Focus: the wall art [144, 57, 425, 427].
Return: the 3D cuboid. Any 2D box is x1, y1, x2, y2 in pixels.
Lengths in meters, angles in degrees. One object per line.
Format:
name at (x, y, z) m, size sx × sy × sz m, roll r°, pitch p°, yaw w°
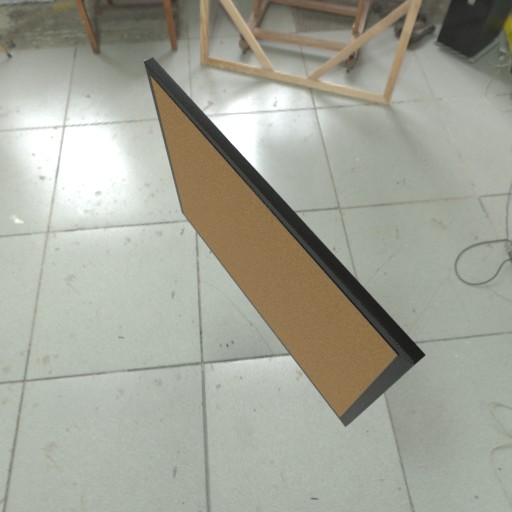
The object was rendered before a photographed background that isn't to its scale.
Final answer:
wall art at (0.000, 0.000, 0.565) m, size 0.013 × 0.306 × 0.440 m, roll -32°, pitch 65°, yaw -17°
